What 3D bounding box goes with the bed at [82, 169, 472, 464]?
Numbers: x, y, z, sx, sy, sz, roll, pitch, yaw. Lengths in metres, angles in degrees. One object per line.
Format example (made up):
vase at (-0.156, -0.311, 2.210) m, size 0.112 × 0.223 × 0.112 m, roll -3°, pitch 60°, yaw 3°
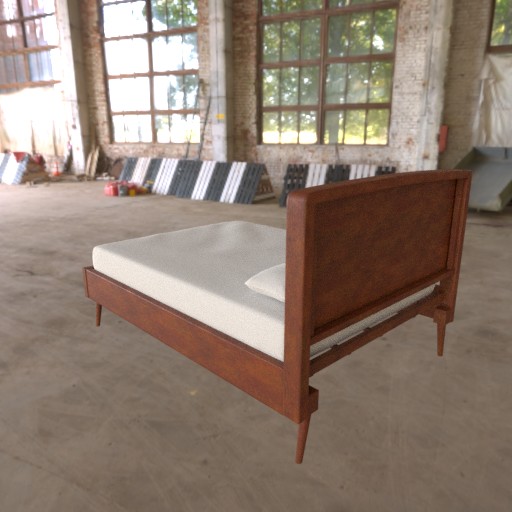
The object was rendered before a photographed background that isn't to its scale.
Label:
bed at (0.000, 0.000, 3.120) m, size 1.587 × 1.275 × 2.196 m, roll -14°, pitch 21°, yaw -42°
